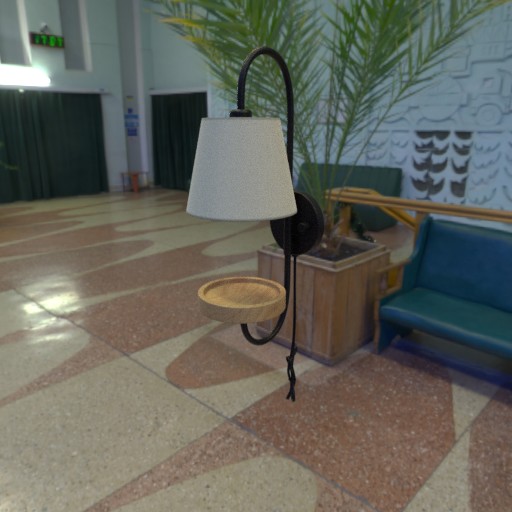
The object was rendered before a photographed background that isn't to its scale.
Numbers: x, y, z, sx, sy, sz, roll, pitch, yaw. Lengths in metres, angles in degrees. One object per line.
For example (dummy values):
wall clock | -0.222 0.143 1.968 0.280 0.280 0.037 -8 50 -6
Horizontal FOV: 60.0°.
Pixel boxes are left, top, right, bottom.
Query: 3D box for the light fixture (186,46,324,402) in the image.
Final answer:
light fixture | 0.000 0.000 0.941 0.299 0.821 0.220 -15 22 -42
